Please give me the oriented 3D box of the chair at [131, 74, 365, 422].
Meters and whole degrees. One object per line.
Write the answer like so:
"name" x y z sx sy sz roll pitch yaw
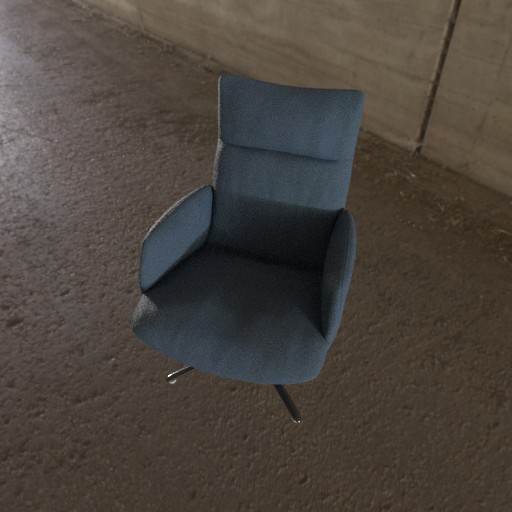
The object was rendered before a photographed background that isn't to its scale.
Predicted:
"chair" 0.000 0.000 1.636 0.711 1.016 0.889 13 43 14
